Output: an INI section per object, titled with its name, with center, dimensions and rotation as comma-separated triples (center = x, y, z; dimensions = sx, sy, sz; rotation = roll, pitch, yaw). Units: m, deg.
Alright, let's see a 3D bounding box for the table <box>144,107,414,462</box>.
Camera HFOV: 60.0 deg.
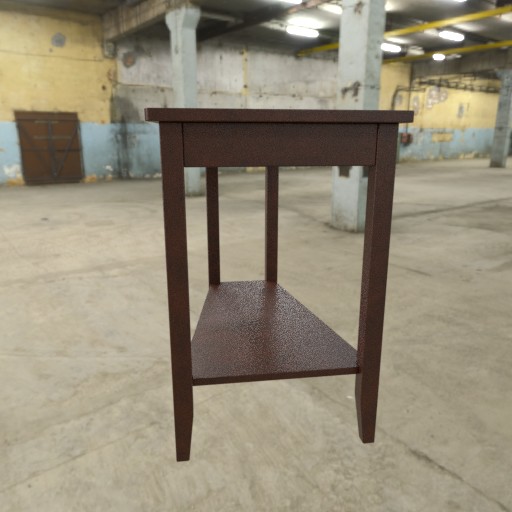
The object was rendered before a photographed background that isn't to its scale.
[table]
center = 0.000, 0.000, 0.999
dimensions = 0.399, 0.589, 0.605
rotation = -2, 15, -8
